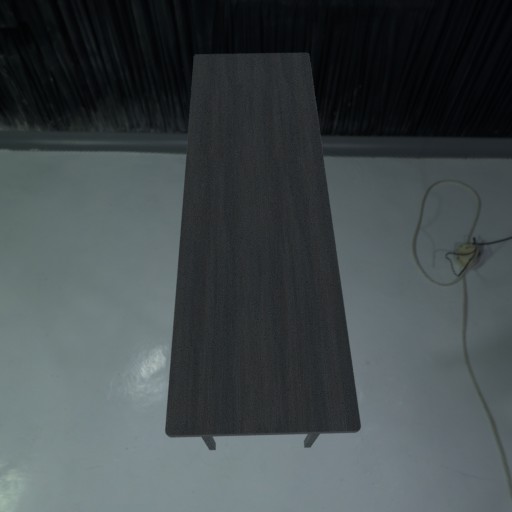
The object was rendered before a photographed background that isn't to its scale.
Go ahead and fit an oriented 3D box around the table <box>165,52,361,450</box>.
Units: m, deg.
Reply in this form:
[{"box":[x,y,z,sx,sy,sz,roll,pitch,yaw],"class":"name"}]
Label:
[{"box":[0.000,0.000,1.692,0.449,0.750,1.399,-1,59,-1],"class":"table"}]
